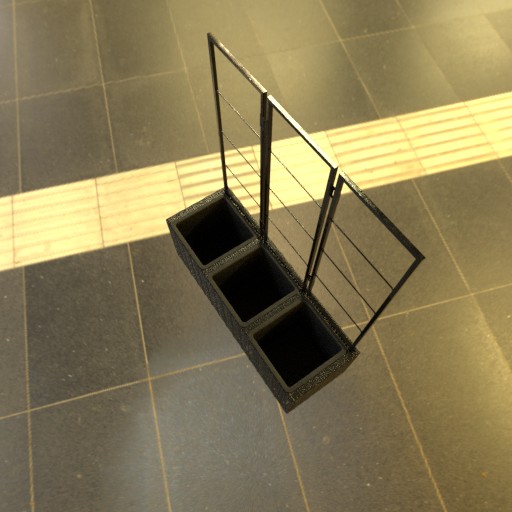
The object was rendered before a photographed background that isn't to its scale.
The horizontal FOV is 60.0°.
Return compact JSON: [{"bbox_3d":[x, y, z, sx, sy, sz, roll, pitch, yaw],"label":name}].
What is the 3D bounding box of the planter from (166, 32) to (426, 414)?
[{"bbox_3d":[0.000,0.000,1.193,0.244,0.841,0.698,-32,68,-15],"label":"planter"}]
